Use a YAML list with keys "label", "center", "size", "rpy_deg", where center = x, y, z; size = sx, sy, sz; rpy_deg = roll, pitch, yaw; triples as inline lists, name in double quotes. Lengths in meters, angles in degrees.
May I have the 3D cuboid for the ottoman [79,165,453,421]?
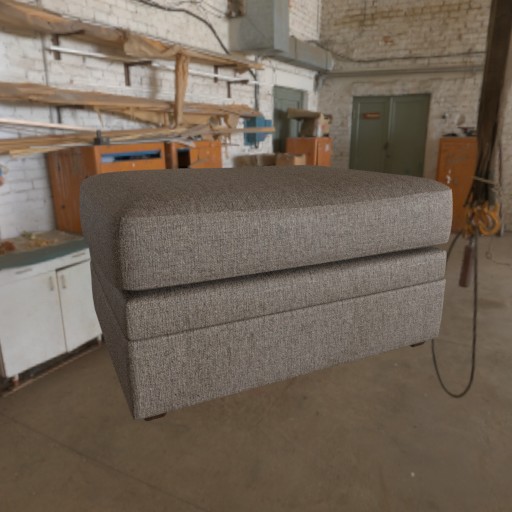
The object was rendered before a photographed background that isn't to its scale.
- label: "ottoman"
  center: [0.000, 0.000, 1.260]
  size: [0.885, 0.478, 0.637]
  rpy_deg: [-8, 18, -25]
